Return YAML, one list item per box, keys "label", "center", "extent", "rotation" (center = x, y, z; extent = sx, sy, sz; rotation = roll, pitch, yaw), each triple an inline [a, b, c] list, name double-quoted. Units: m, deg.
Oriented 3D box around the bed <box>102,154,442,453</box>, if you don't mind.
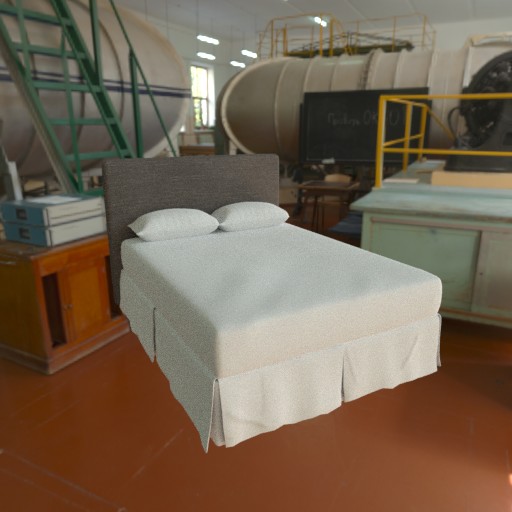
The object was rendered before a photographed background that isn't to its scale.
- label: "bed"
  center: [0.000, 0.000, 3.276]
  extent: [1.723, 1.330, 2.142]
  rotation: [-9, 19, -28]
